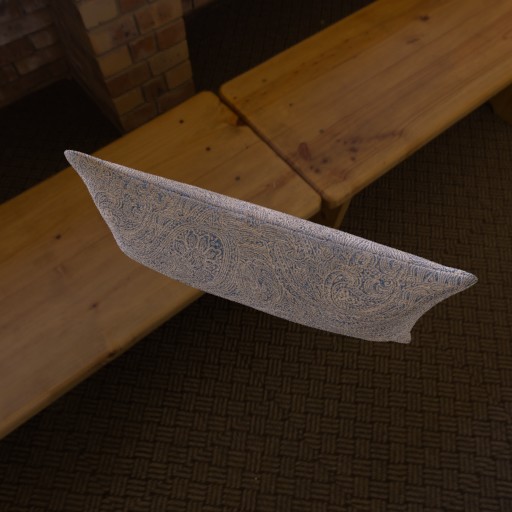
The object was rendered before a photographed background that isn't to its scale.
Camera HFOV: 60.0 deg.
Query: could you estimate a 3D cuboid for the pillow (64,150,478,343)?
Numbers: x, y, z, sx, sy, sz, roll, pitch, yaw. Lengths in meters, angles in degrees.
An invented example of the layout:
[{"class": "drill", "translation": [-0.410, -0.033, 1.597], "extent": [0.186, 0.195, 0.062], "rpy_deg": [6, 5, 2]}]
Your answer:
[{"class": "pillow", "translation": [0.000, 0.000, 0.752], "extent": [0.615, 0.295, 0.151], "rpy_deg": [18, 65, 9]}]
